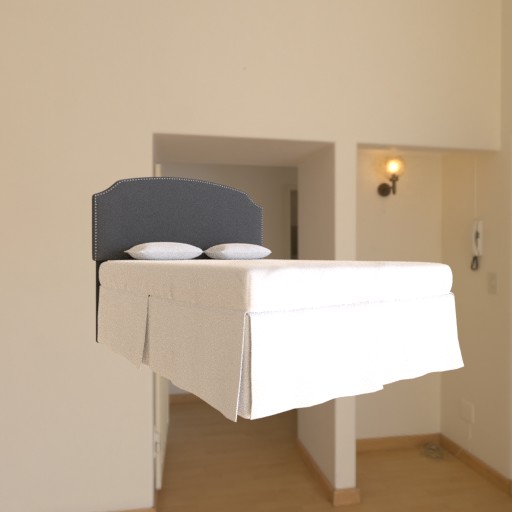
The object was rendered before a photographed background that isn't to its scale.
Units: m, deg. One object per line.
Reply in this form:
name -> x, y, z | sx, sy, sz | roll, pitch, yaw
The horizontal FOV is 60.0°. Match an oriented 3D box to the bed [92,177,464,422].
bed -> 0.000, 0.000, 2.881 | 1.558, 1.270, 1.999 | 0, 0, -36
